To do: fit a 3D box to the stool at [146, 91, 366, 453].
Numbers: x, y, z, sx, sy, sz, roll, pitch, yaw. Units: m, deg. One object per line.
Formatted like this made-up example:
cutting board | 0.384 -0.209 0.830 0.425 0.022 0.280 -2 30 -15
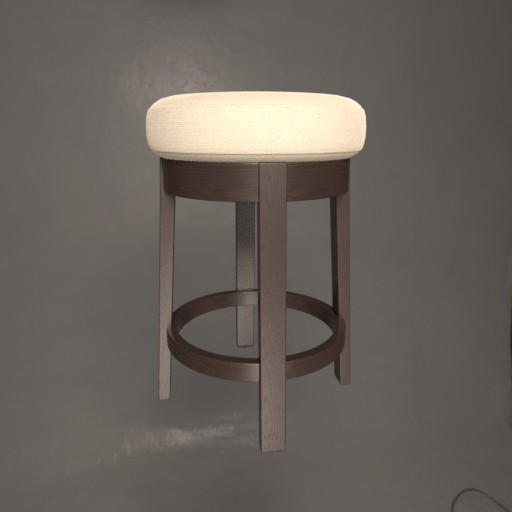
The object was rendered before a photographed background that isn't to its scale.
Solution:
stool | 0.000 0.000 0.961 0.449 0.655 0.449 0 16 0
